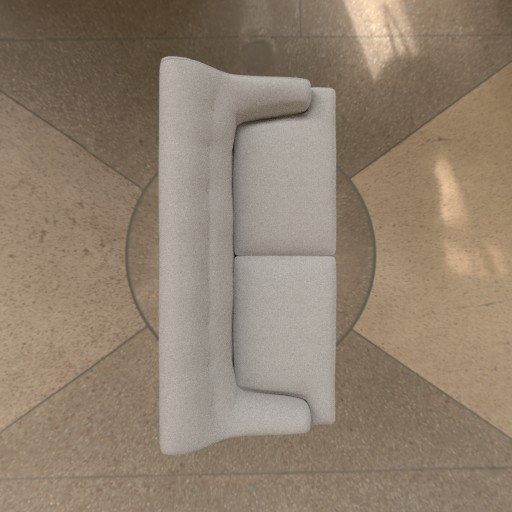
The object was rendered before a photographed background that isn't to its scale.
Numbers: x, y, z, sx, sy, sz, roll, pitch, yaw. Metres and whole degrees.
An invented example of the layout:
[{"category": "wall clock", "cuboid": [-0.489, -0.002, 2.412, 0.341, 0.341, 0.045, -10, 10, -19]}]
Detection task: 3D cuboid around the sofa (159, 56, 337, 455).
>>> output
[{"category": "sofa", "cuboid": [0.000, 0.000, 2.605, 0.978, 0.871, 2.057, 0, 90, -1]}]
